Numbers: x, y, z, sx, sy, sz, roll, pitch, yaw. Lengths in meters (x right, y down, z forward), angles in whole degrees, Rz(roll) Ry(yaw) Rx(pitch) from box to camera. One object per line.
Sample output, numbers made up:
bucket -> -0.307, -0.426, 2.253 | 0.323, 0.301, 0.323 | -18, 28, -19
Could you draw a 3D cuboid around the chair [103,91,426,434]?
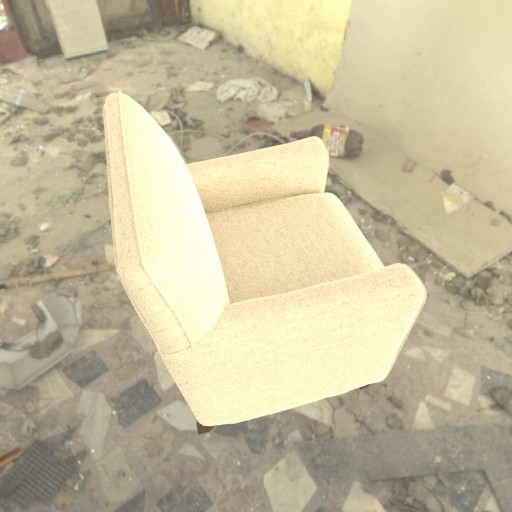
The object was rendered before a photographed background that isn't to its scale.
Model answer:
chair -> 0.000, 0.000, 1.569 | 0.823, 0.943, 0.870 | -11, 47, -11
